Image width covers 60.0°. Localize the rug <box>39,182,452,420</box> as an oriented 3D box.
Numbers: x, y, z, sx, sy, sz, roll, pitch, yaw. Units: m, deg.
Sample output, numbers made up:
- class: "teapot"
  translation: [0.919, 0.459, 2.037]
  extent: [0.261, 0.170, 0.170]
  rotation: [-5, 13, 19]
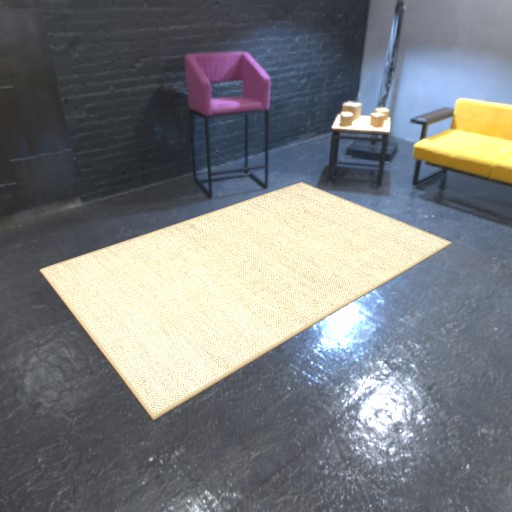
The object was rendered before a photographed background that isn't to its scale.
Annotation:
- class: "rug"
  translation: [0.000, 0.000, 2.104]
  extent: [1.667, 0.013, 1.062]
  rotation: [-23, 38, -33]
